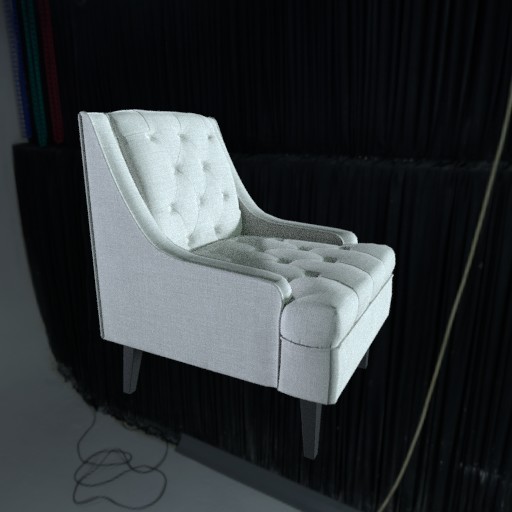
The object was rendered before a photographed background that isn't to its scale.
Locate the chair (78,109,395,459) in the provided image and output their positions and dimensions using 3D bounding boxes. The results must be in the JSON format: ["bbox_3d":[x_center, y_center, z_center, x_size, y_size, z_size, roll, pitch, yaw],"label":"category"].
[{"bbox_3d":[0.000,0.000,1.416,0.772,0.891,0.658,8,18,27],"label":"chair"}]
